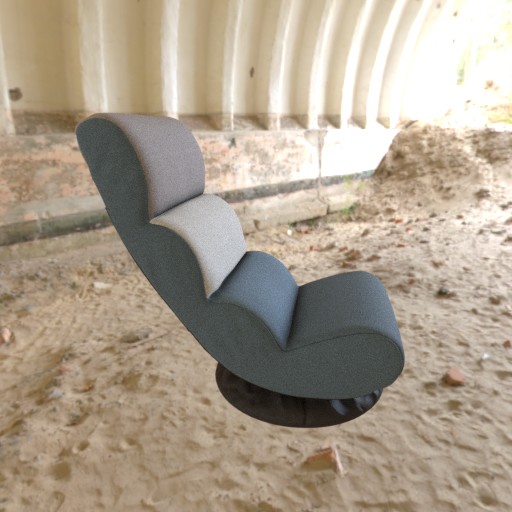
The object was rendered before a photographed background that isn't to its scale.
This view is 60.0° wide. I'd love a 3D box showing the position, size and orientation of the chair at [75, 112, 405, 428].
[{"bbox_3d":[0.000,0.000,1.047,0.661,0.641,0.420,3,17,9],"label":"chair"}]
